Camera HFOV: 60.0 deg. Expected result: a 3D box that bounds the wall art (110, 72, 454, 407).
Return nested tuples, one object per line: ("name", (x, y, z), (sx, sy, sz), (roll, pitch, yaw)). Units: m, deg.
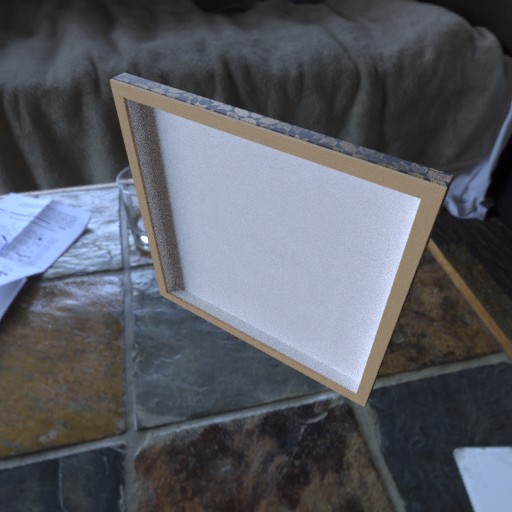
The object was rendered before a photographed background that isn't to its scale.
("wall art", (0.000, 0.000, 0.918), (0.612, 0.612, 0.038), (25, 50, 22))
